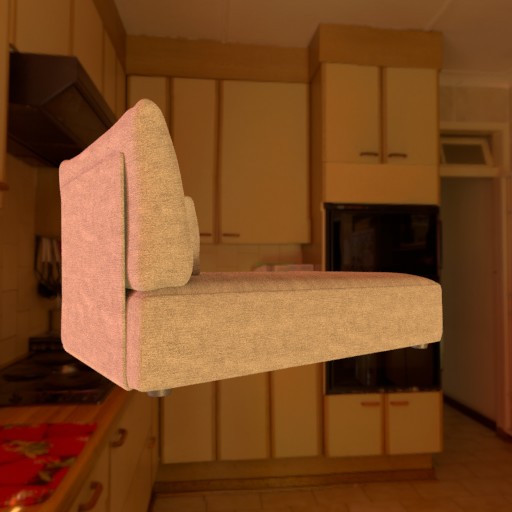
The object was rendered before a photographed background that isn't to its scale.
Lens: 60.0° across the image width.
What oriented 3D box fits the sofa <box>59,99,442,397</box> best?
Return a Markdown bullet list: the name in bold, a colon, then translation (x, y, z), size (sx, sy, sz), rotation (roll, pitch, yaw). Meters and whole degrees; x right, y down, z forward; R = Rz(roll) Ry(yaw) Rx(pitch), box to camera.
- **sofa**: translation (0.000, 0.000, 1.942), size (1.450, 0.820, 0.930), rotation (1, -2, -36)
